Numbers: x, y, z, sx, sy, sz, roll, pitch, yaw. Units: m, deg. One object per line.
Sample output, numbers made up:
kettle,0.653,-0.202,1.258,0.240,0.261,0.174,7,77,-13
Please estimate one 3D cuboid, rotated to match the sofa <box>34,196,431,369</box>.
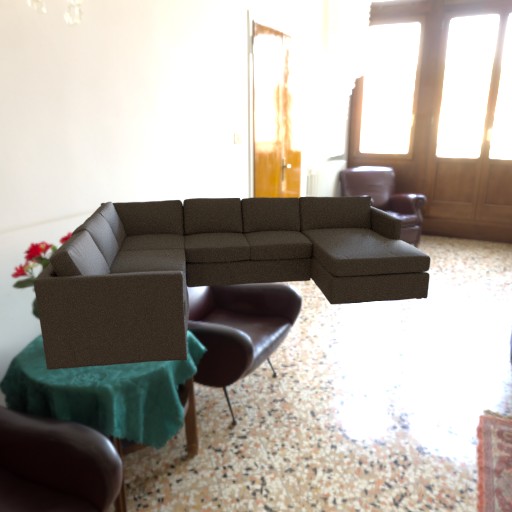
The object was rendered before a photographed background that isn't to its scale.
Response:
sofa,0.000,0.000,4.476,3.460,0.882,2.427,-3,17,-9
